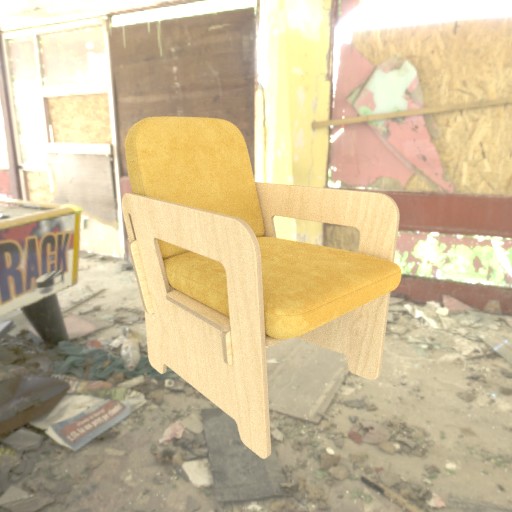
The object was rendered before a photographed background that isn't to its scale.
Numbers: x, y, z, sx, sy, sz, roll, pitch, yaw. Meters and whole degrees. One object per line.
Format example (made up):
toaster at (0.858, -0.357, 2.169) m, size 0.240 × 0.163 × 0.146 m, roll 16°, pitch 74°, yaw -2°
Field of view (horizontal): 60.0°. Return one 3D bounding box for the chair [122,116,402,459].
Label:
chair at (0.000, 0.000, 1.312) m, size 0.590 × 0.800 × 0.710 m, roll -15°, pitch 21°, yaw -43°
